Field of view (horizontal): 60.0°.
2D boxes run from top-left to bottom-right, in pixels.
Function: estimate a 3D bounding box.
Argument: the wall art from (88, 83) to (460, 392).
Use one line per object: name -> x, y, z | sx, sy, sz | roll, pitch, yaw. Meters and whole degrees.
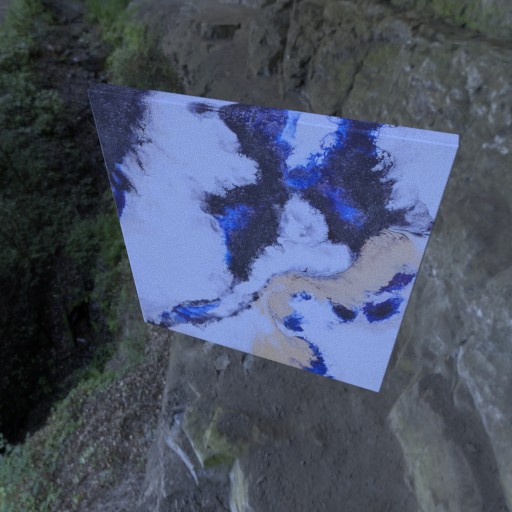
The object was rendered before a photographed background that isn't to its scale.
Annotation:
wall art -> 0.000, 0.000, 0.897 | 0.609, 0.609, 0.039 | 13, 43, 15
